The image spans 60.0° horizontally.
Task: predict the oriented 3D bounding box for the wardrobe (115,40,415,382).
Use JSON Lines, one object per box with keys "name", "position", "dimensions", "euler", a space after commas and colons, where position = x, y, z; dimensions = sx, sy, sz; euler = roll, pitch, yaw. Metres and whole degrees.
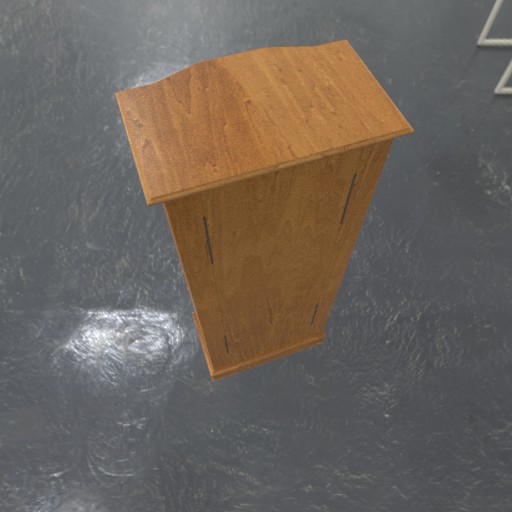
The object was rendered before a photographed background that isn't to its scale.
{"name": "wardrobe", "position": [0.000, 0.000, 1.102], "dimensions": [0.406, 0.959, 0.273], "euler": [-17, 61, -10]}
